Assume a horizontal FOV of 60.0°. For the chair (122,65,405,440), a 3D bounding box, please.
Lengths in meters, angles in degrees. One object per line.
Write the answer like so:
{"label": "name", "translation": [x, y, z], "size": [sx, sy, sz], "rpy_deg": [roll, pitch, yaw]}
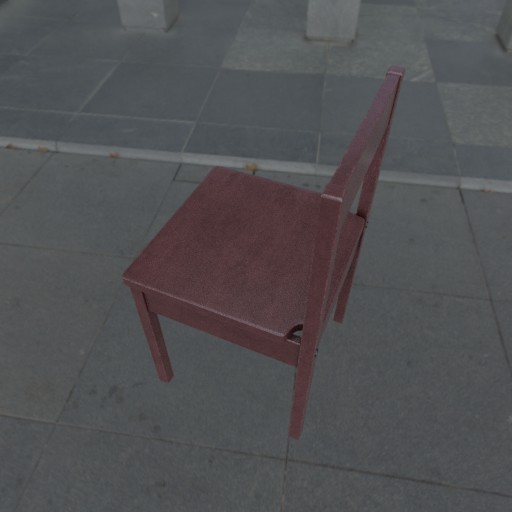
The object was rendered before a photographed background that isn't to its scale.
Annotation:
{"label": "chair", "translation": [0.000, 0.000, 0.874], "size": [0.361, 0.668, 0.367], "rpy_deg": [18, 49, 16]}
